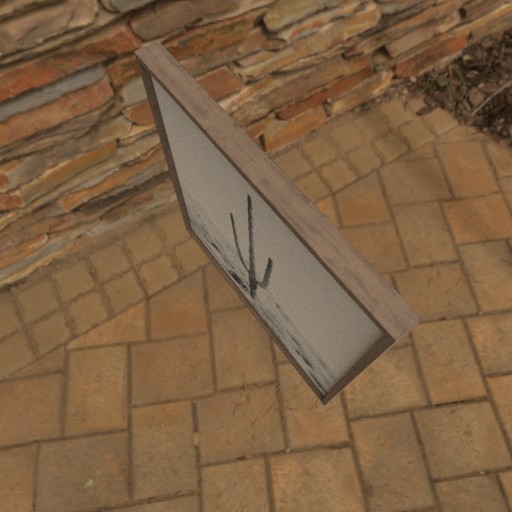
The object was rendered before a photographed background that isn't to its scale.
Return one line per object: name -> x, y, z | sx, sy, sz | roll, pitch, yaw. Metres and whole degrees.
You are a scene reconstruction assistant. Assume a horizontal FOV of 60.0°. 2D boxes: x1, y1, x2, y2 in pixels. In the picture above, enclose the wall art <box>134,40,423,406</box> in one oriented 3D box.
wall art -> 0.000, 0.000, 0.758 | 0.038, 0.508, 0.508 | -34, 69, -15
